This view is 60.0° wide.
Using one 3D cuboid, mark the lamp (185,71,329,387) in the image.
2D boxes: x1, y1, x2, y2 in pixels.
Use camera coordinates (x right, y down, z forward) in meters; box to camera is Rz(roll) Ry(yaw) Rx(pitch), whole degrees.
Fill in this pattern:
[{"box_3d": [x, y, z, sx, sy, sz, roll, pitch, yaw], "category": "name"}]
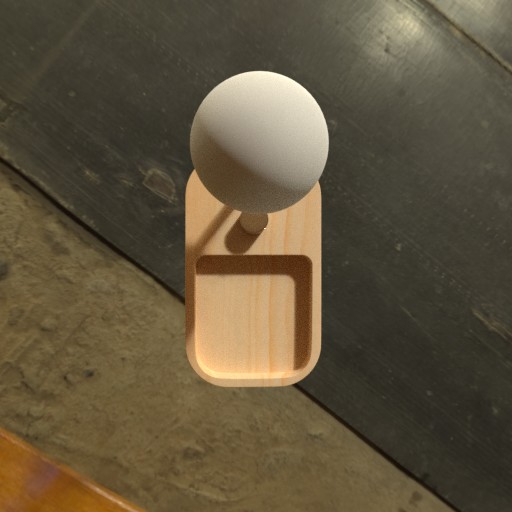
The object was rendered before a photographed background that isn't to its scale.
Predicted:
[{"box_3d": [0.000, 0.000, 0.469, 0.173, 0.253, 0.331, 0, 90, -2], "category": "lamp"}]
